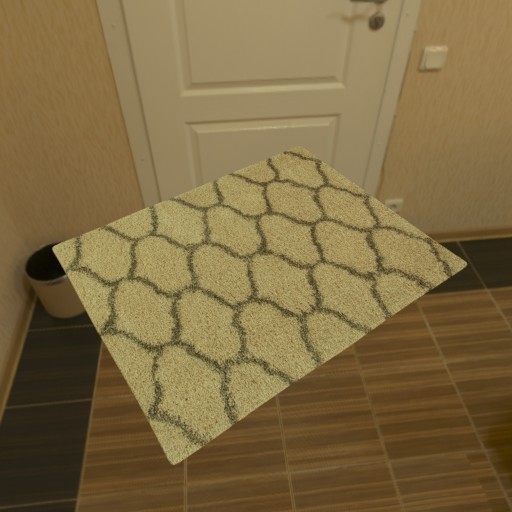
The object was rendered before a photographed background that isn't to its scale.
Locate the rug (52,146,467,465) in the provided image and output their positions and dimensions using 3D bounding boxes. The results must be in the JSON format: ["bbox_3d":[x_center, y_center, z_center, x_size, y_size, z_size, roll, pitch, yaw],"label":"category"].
[{"bbox_3d":[0.000,0.000,4.071,3.000,0.026,2.399,-27,52,-24],"label":"rug"}]
